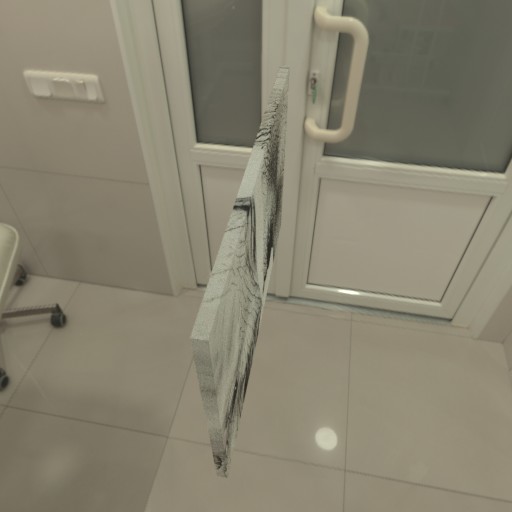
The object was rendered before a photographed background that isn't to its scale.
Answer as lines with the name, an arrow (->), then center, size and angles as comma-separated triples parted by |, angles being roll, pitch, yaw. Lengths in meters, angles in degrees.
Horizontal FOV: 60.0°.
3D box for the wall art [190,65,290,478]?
wall art -> 0.000, 0.000, 1.449 | 0.035, 0.758, 1.141 | 8, 47, 7
